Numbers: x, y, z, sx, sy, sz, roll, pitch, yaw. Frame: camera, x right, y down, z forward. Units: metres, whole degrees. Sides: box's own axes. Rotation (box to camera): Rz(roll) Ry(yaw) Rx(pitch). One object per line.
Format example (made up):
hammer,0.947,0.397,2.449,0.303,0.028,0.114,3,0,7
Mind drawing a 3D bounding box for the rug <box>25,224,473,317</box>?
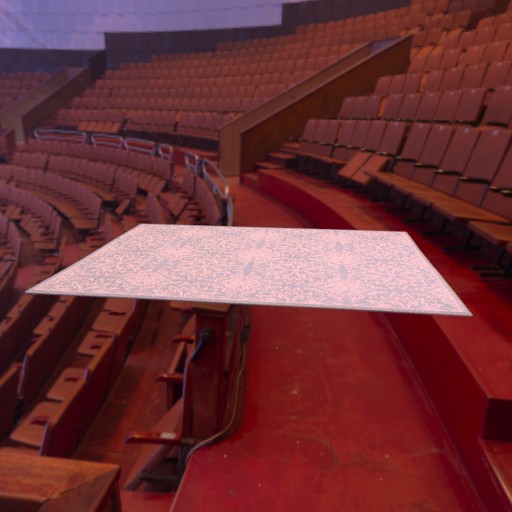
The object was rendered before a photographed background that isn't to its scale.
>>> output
rug,0.000,0.000,2.911,2.205,0.014,1.589,2,17,7
